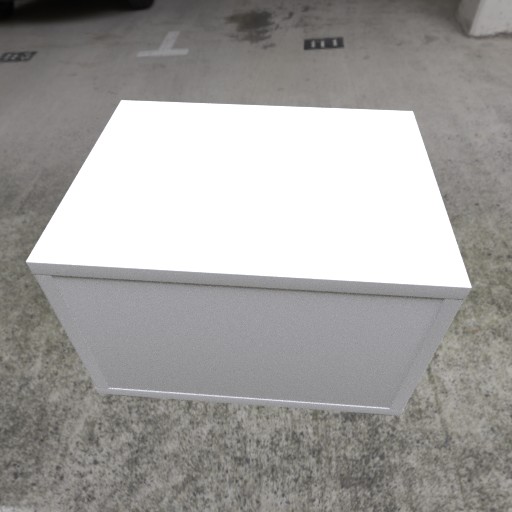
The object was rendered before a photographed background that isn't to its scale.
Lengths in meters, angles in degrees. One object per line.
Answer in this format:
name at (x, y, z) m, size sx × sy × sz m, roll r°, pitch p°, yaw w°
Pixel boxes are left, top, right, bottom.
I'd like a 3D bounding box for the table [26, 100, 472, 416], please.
table at (0.000, 0.000, 0.777) m, size 0.517 × 0.357 × 0.399 m, roll 3°, pitch 47°, yaw 3°
